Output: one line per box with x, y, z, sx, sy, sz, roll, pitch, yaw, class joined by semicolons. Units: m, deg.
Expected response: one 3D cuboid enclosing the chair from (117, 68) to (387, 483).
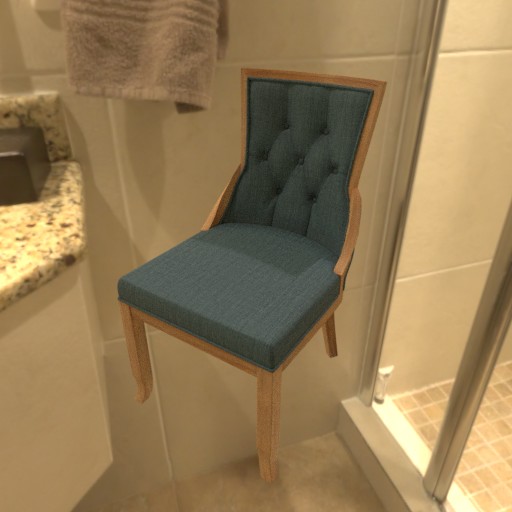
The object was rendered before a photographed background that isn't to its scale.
0.000;0.000;1.313;0.524;0.947;0.641;18;35;28;chair
